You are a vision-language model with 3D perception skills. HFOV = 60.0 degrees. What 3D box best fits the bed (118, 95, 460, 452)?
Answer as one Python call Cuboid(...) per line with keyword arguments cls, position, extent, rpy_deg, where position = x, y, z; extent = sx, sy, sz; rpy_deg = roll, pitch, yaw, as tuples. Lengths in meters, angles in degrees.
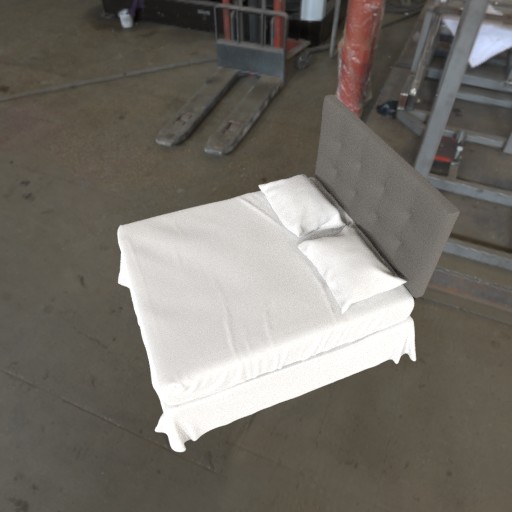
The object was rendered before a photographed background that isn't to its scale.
Cuboid(cls="bed", position=(0.000, 0.000, 3.516), extent=(2.222, 1.577, 1.936), rpy_deg=(-16, 49, -15))
